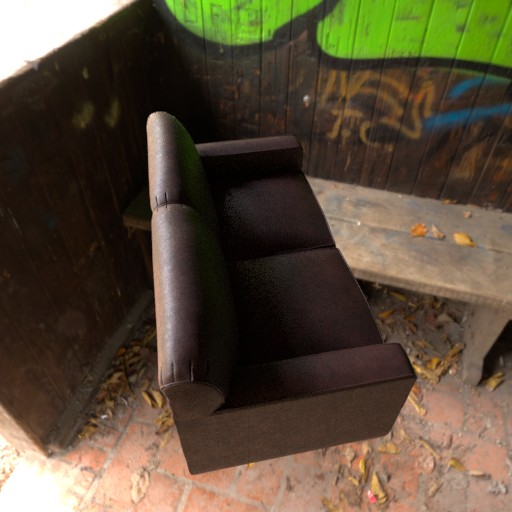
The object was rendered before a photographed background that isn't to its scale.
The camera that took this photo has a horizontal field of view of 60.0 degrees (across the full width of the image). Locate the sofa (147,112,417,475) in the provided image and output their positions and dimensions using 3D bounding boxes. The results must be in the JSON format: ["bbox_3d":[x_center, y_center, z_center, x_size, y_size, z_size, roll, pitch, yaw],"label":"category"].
[{"bbox_3d":[0.000,0.000,2.393,1.000,0.966,1.856,-8,46,-8],"label":"sofa"}]
